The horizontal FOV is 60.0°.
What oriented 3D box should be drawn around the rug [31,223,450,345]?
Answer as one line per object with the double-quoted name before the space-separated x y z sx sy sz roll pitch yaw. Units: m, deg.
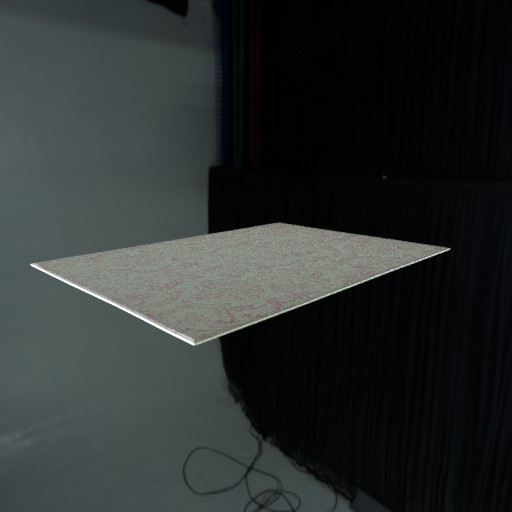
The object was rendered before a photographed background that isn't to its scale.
"rug" 0.000 0.000 2.848 1.598 0.014 2.202 13 18 43
